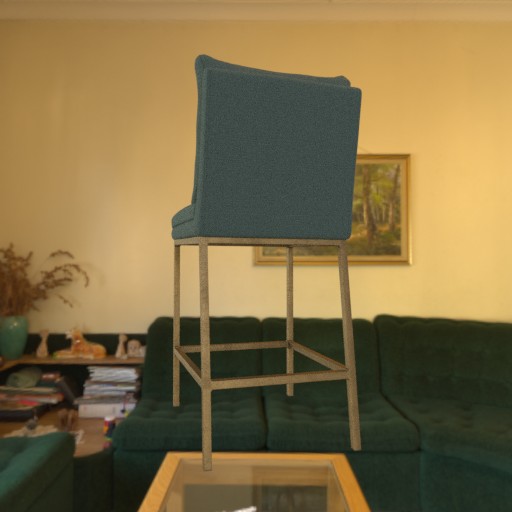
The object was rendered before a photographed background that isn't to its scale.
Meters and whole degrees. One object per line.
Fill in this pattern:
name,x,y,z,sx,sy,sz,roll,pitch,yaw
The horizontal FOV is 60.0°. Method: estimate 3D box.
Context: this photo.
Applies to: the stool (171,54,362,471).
stool,0.000,0.000,1.373,0.463,1.032,0.568,0,-2,-17
